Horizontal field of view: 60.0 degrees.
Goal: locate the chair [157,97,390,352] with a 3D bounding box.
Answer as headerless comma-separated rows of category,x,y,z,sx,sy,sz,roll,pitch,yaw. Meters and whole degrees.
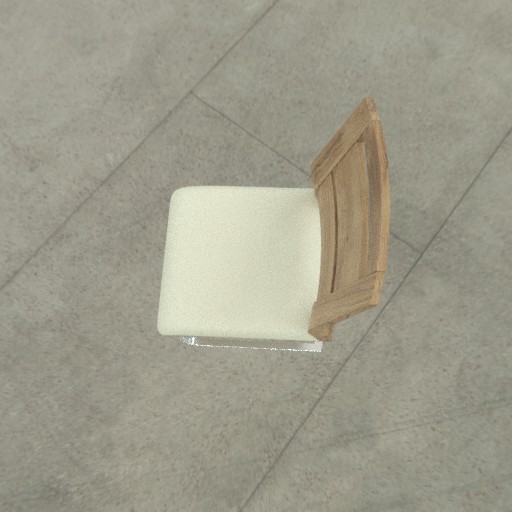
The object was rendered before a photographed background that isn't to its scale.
chair,0.000,0.000,1.266,0.561,0.955,0.457,3,74,1
